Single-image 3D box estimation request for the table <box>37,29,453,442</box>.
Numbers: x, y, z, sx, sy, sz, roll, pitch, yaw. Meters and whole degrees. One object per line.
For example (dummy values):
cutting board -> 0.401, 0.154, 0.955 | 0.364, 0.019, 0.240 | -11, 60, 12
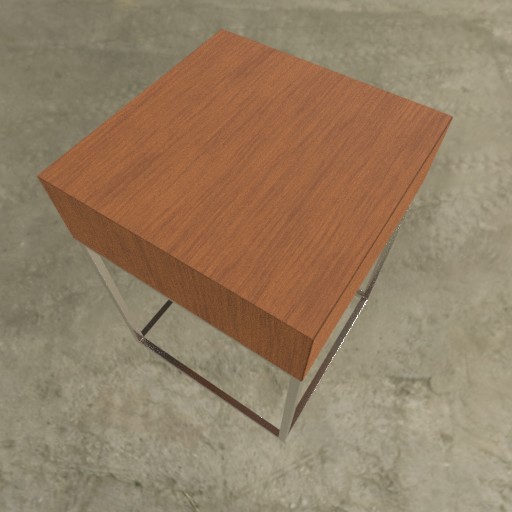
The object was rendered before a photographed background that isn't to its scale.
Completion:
table -> 0.000, 0.000, 0.813 | 0.398, 0.540, 0.397 | 29, 61, 18
